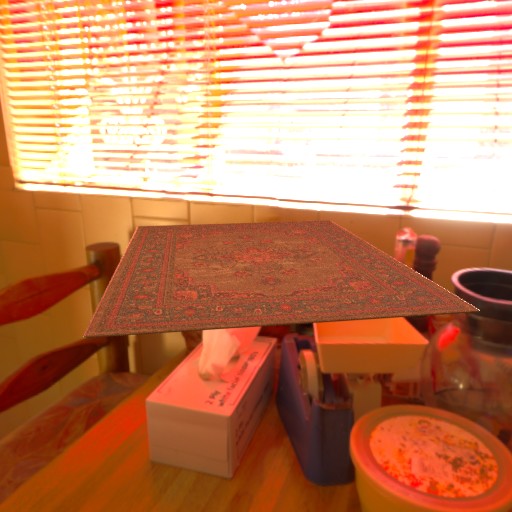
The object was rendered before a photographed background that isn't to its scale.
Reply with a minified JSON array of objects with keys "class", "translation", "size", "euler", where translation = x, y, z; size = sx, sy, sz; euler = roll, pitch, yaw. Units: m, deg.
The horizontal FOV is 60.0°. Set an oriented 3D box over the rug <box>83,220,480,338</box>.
[{"class":"rug","translation":[0.000,0.000,4.102],"size":[2.434,0.013,3.057],"euler":[-2,16,-9]}]
